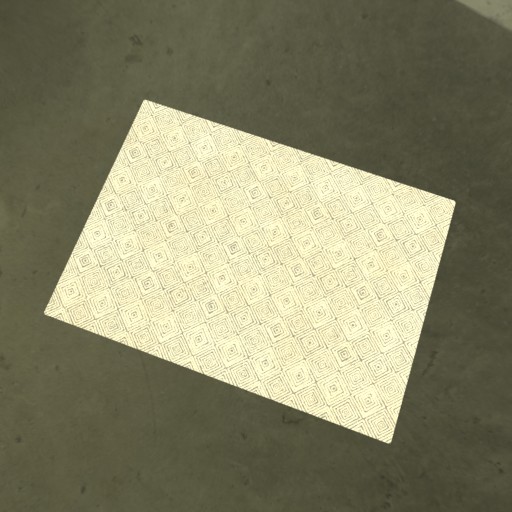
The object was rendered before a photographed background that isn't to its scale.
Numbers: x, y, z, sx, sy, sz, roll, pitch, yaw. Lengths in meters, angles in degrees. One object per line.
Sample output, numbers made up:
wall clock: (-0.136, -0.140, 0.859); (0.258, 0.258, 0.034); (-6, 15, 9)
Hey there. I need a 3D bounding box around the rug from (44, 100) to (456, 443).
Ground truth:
rug: (0.000, 0.000, 2.848); (2.238, 0.008, 1.593); (19, 77, 5)
